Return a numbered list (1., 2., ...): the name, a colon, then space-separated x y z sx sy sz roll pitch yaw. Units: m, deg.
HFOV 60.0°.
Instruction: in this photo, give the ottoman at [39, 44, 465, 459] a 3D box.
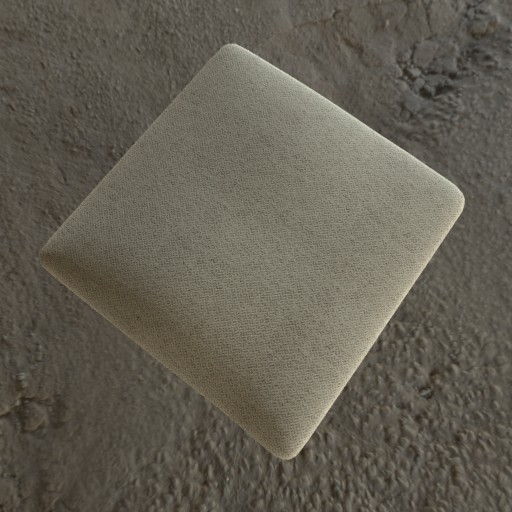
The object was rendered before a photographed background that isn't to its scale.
1. ottoman: 0.000 0.000 0.893 0.512 0.453 0.521 36 79 8
